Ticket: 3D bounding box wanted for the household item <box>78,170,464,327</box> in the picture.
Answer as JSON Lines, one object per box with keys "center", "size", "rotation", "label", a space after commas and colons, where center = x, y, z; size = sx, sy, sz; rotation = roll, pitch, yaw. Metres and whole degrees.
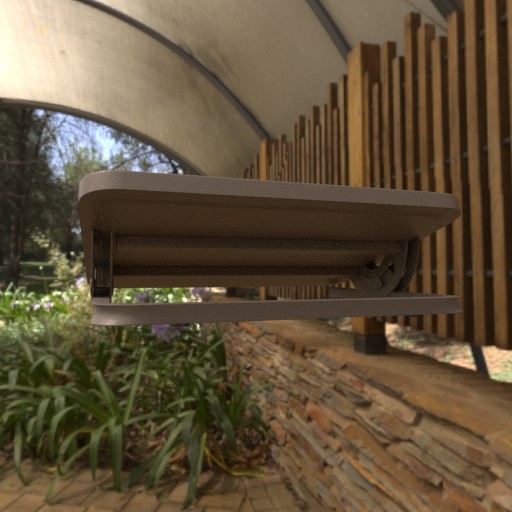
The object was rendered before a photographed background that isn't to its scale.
{"center": [0.000, 0.000, 0.536], "size": [0.390, 0.126, 0.301], "rotation": [1, -2, -19], "label": "household item"}
